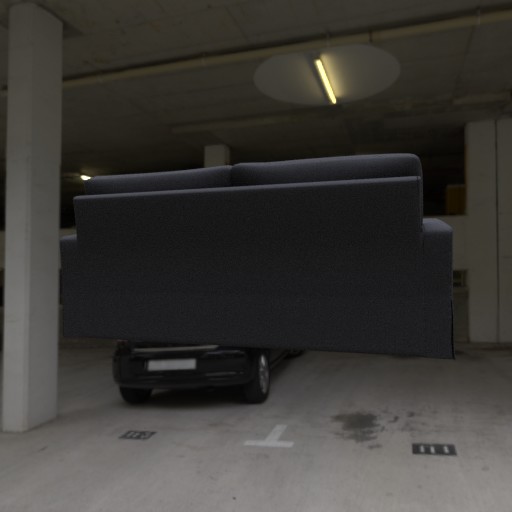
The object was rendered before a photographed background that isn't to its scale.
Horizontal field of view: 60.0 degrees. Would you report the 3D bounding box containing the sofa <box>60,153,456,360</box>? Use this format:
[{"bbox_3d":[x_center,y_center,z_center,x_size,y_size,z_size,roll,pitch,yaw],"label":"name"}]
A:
[{"bbox_3d":[0.000,0.000,2.346,1.852,0.839,0.898,0,-2,18],"label":"sofa"}]
